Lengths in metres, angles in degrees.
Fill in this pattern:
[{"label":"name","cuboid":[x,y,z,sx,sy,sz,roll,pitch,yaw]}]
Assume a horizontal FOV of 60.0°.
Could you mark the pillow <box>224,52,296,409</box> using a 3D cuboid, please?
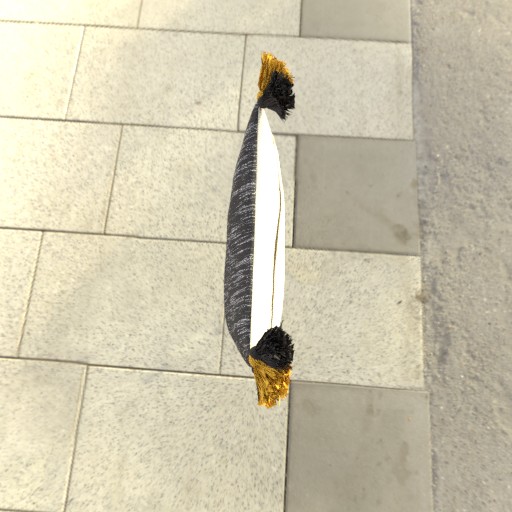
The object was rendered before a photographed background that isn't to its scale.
[{"label":"pillow","cuboid":[0.000,0.000,1.005,0.139,0.659,0.654,2,75,0]}]
